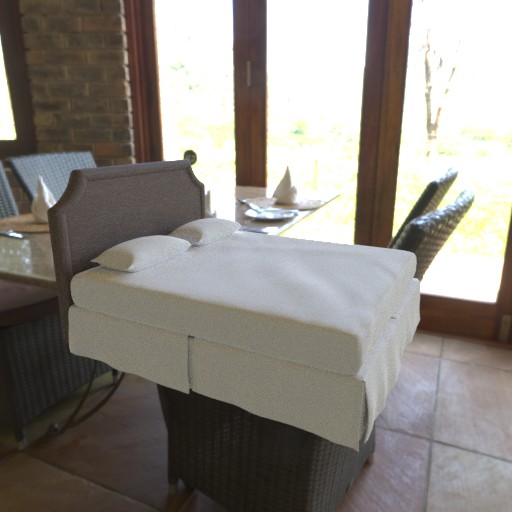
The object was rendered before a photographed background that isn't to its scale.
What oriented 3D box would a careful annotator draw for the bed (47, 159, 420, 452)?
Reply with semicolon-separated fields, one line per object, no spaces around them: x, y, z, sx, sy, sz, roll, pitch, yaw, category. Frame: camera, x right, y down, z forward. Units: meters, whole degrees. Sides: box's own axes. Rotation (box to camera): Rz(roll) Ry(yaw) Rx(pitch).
0.000;0.000;4.106;2.773;1.590;2.350;8;18;27;bed
